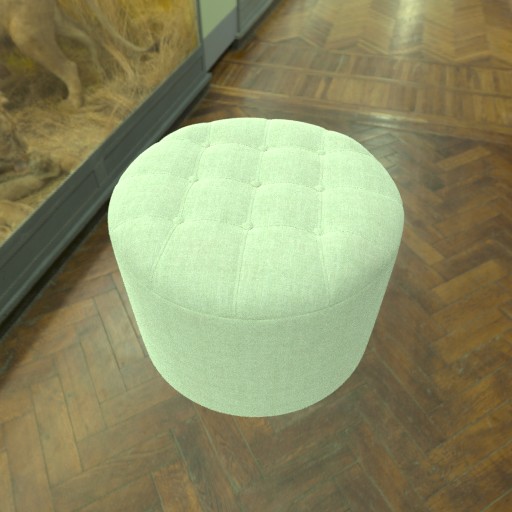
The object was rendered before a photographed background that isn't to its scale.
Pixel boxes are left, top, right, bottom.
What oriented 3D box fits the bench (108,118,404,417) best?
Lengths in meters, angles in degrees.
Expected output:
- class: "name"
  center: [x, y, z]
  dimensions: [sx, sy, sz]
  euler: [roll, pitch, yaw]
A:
- class: "bench"
  center: [0.000, 0.000, 1.037]
  dimensions: [0.600, 0.453, 0.600]
  euler: [0, 46, 0]
